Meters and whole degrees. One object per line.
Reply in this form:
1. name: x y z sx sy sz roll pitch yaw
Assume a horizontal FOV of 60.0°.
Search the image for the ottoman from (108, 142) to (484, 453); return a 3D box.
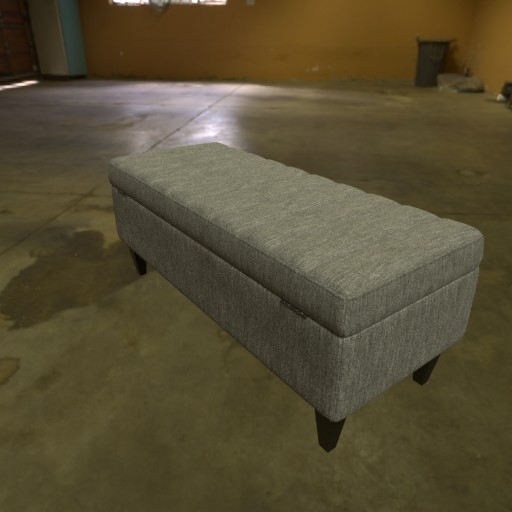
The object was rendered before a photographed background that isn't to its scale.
1. ottoman: 0.000 0.000 1.380 0.482 0.469 1.151 -19 32 -32
